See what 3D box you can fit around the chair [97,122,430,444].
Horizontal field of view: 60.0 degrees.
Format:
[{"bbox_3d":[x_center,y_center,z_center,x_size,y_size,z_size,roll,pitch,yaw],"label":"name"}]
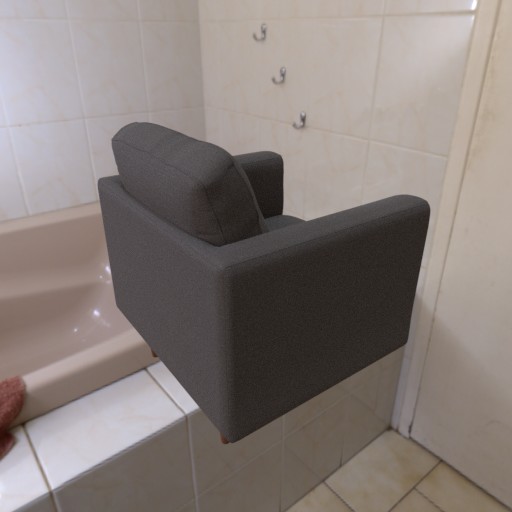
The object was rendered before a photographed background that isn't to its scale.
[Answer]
[{"bbox_3d":[0.000,0.000,1.568,0.800,0.927,0.854,-18,32,-32],"label":"chair"}]
